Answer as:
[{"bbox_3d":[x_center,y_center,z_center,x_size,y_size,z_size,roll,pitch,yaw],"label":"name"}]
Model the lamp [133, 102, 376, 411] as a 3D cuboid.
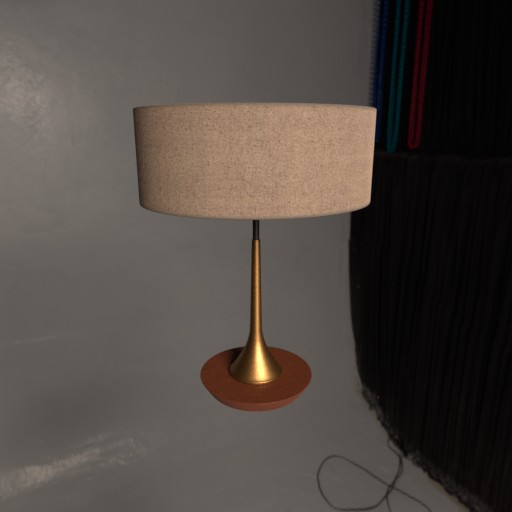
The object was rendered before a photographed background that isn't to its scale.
[{"bbox_3d":[0.000,0.000,0.846,0.417,0.551,0.396,-8,18,-27],"label":"lamp"}]
